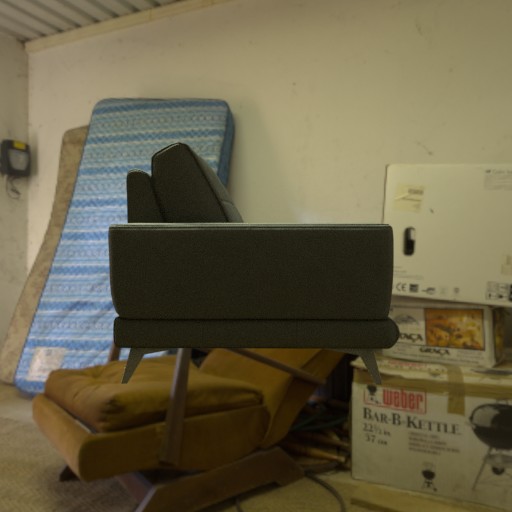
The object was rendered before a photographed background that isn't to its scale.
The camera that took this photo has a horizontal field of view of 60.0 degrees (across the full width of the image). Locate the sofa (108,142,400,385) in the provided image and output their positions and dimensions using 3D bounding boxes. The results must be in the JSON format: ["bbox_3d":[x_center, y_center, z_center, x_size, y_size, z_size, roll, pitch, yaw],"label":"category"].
[{"bbox_3d":[0.000,0.000,2.389,1.018,0.907,1.806,0,0,1],"label":"sofa"}]
